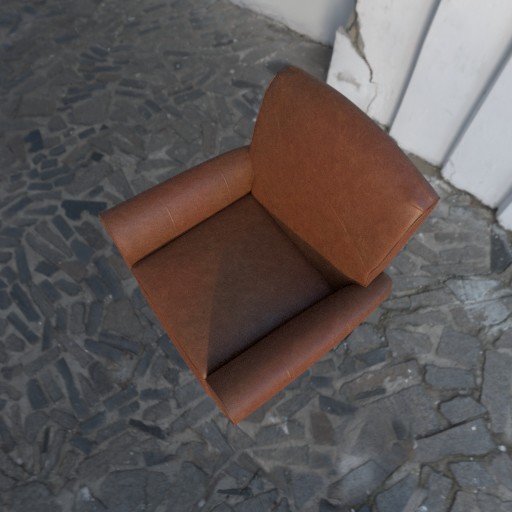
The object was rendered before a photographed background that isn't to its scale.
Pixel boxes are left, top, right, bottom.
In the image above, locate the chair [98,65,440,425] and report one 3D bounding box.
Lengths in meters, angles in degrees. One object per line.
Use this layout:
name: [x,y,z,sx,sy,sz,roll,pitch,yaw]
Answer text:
chair: [0.000,0.000,1.787,0.902,1.061,0.978,-32,67,-15]
